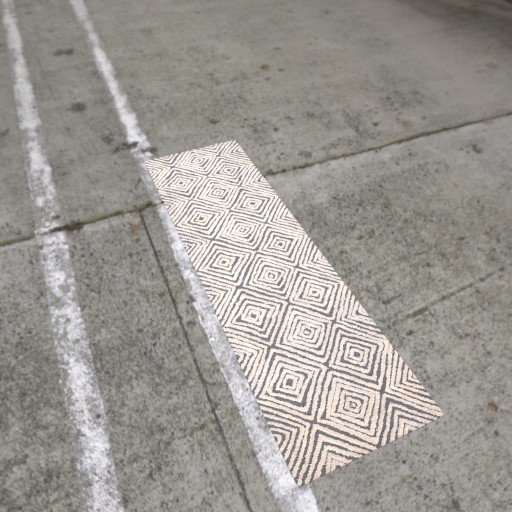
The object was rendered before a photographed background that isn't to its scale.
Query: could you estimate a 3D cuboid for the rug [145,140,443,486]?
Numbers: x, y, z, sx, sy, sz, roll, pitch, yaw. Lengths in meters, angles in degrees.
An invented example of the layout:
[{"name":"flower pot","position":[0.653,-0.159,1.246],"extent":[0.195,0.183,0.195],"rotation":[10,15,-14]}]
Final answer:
[{"name":"rug","position":[0.000,0.000,2.438],"extent":[0.676,0.008,2.277],"rotation":[-18,49,-16]}]
